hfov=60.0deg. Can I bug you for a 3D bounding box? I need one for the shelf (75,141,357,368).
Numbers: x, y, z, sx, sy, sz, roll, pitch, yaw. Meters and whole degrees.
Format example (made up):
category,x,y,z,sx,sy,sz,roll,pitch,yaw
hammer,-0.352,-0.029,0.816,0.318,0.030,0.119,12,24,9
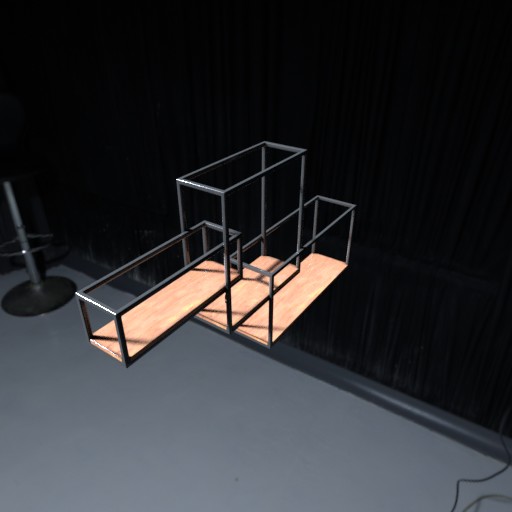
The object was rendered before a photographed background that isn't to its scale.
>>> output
category,x,y,z,sx,sy,sz,roll,pitch,yaw
shelf,0.000,0.000,2.157,0.275,0.972,1.781,20,36,29
